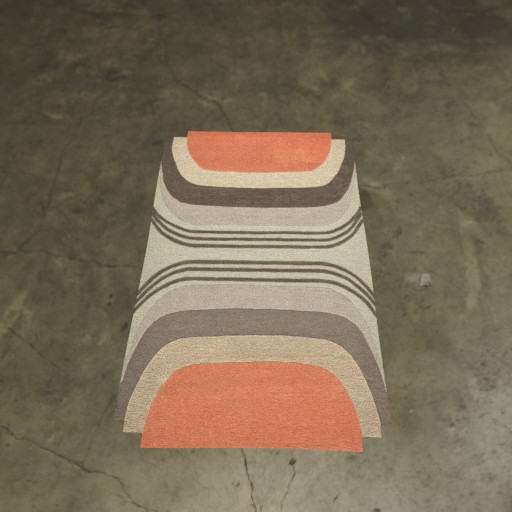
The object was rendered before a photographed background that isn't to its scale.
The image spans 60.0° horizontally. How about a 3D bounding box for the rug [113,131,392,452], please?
[{"bbox_3d":[0.000,0.000,3.008,1.530,0.017,2.446,1,57,1],"label":"rug"}]
